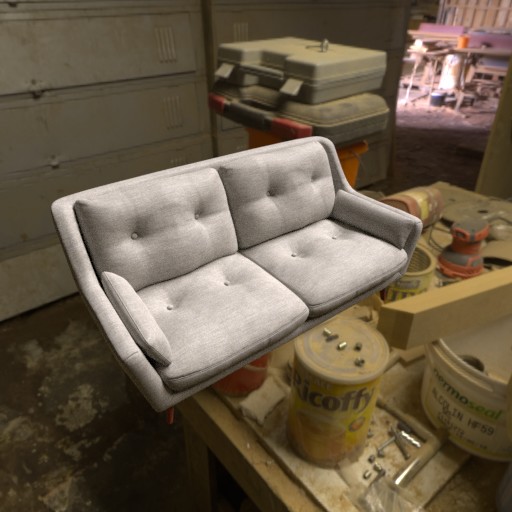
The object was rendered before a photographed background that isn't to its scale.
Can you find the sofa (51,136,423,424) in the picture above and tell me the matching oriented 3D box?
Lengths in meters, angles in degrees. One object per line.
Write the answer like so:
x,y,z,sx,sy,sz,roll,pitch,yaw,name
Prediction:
0.000,0.000,2.513,1.930,0.897,0.976,-22,37,-32,sofa
